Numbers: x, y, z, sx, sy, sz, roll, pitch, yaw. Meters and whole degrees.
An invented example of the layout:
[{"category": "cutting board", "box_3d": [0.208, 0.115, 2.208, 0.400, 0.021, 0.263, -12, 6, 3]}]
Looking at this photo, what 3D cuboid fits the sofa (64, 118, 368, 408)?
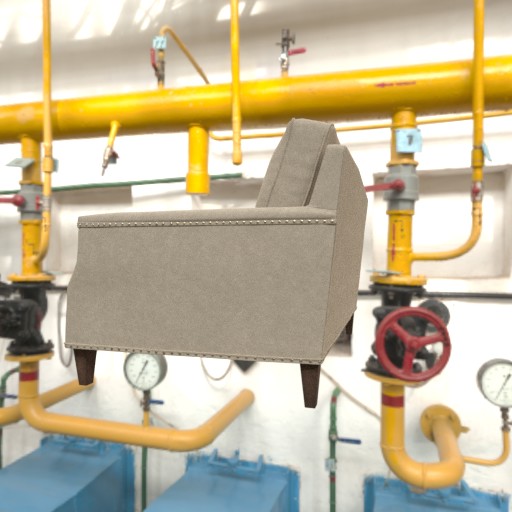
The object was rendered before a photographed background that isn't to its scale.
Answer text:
[{"category": "sofa", "box_3d": [0.000, 0.000, 2.288, 1.084, 1.002, 1.597, 0, 0, 17]}]
